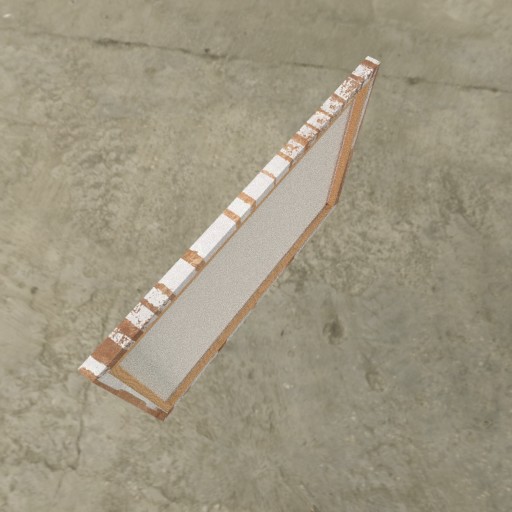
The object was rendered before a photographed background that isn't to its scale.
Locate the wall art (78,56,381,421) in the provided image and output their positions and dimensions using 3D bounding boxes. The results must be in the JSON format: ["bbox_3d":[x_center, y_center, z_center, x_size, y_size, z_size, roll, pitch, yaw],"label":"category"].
[{"bbox_3d":[0.000,0.000,1.149,0.035,0.609,0.914,34,69,15],"label":"wall art"}]
